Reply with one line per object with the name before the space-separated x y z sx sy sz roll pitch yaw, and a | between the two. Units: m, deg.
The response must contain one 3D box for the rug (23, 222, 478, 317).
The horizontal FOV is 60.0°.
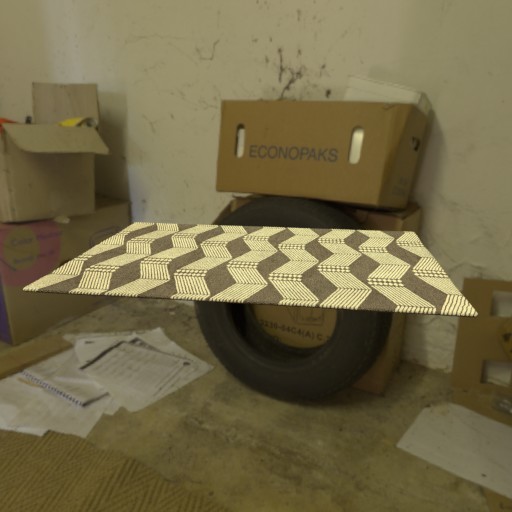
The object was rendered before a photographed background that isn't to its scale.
rug | 0.000 0.000 2.323 1.833 0.016 1.210 2 18 8
